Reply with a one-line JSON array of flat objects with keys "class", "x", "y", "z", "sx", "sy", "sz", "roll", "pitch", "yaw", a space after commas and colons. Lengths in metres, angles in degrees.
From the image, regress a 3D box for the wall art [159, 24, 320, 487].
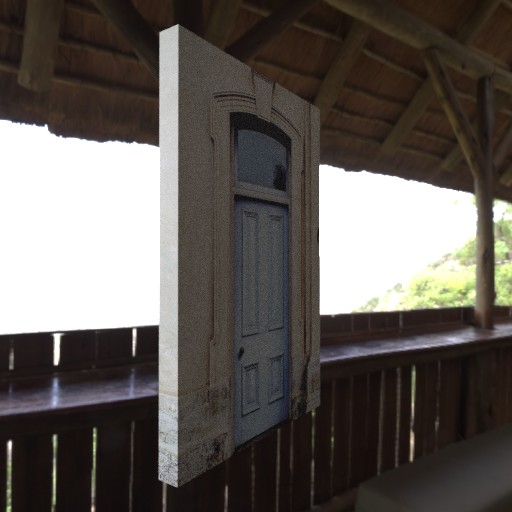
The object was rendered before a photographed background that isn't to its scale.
[{"class": "wall art", "x": 0.000, "y": 0.000, "z": 0.755, "sx": 0.036, "sy": 0.607, "sz": 0.403, "roll": 0, "pitch": -1, "yaw": 35}]
